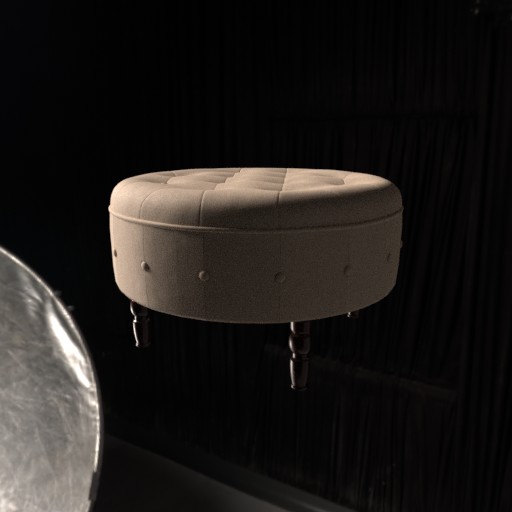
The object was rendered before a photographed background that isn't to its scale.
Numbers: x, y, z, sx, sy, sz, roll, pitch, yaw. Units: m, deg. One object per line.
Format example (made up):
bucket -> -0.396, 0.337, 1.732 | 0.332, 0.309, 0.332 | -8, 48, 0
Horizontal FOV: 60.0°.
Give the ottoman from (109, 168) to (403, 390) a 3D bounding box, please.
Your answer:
ottoman -> 0.000, 0.000, 1.382 | 0.848, 0.494, 0.848 | 0, 15, 0
